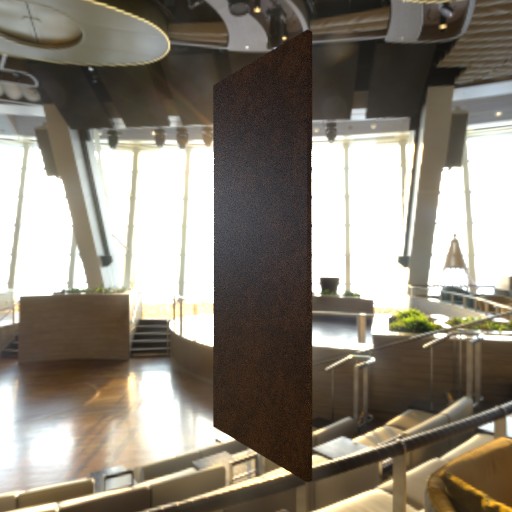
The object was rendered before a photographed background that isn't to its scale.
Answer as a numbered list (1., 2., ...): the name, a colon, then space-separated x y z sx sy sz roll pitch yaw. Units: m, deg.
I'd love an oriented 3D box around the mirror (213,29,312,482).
1. mirror: 0.000 0.000 2.323 0.032 2.031 0.812 0 0 -37
